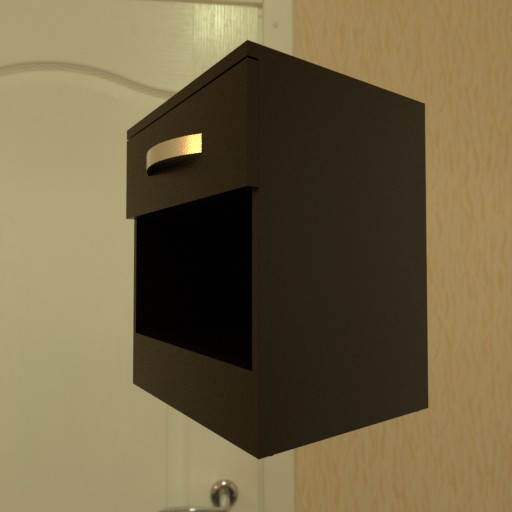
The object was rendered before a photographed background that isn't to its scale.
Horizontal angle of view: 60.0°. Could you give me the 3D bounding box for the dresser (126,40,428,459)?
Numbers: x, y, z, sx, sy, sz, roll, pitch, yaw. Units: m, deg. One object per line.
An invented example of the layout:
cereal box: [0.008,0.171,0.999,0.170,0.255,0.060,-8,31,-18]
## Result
dresser: [0.000,0.000,0.741,0.360,0.470,0.400,1,-2,-35]
